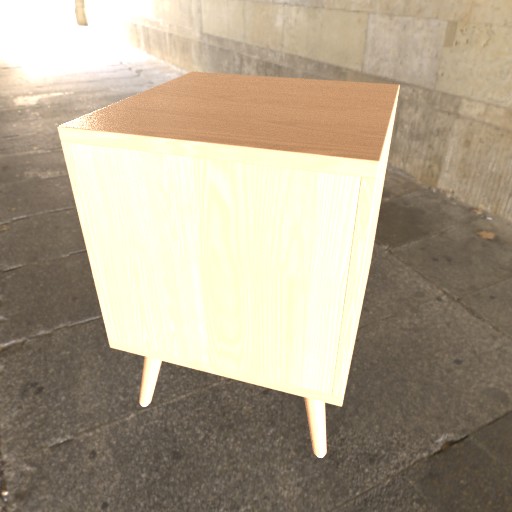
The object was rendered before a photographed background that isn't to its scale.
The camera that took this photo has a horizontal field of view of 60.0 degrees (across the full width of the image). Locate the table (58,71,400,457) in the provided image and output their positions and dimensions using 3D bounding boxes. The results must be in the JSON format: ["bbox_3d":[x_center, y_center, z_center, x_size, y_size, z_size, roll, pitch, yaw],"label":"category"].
[{"bbox_3d":[0.000,0.000,0.816,0.400,0.550,0.400,10,34,15],"label":"table"}]
